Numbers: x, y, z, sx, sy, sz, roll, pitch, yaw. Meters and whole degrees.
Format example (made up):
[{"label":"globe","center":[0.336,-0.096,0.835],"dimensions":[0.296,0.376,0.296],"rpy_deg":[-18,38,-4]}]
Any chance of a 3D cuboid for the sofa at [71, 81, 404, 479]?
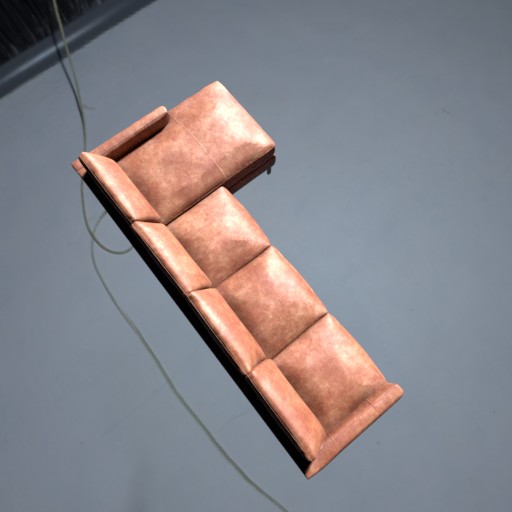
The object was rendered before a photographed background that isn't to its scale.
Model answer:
[{"label":"sofa","center":[0.000,0.000,3.593],"dimensions":[1.471,0.859,2.993],"rpy_deg":[-37,78,-10]}]
